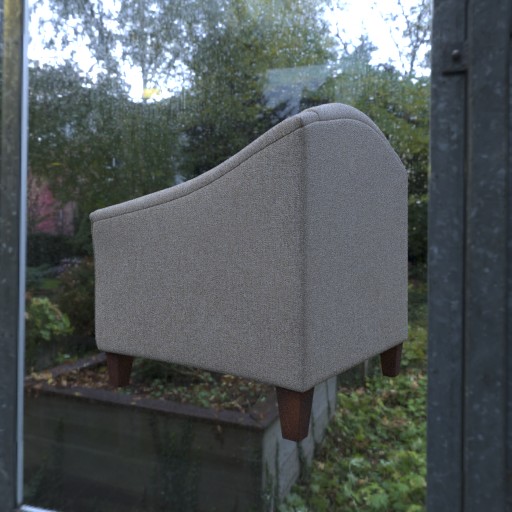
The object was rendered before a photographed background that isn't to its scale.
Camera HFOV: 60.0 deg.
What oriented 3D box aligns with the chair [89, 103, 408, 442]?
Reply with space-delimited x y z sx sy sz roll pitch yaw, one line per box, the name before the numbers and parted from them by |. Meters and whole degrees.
chair | 0.000 0.000 1.475 0.787 0.839 0.763 0 0 36
